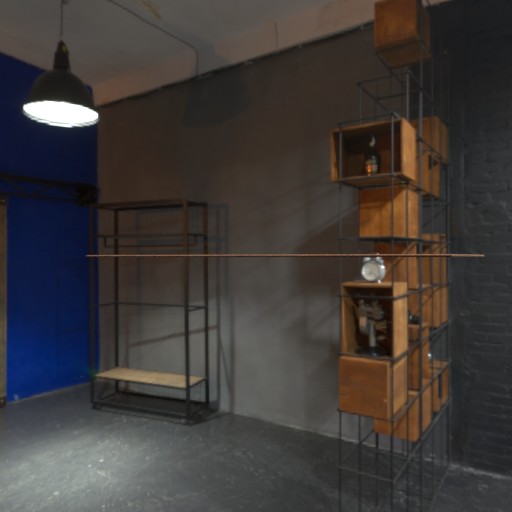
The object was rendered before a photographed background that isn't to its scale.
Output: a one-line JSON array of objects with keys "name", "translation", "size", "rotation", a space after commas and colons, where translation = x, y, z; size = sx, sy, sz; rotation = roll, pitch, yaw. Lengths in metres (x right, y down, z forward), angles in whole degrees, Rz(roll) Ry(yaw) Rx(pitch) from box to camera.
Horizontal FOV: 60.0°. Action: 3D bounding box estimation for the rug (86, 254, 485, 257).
[{"name": "rug", "translation": [0.000, 0.000, 2.750], "size": [2.448, 0.012, 0.769], "rotation": [0, 0, 36]}]
